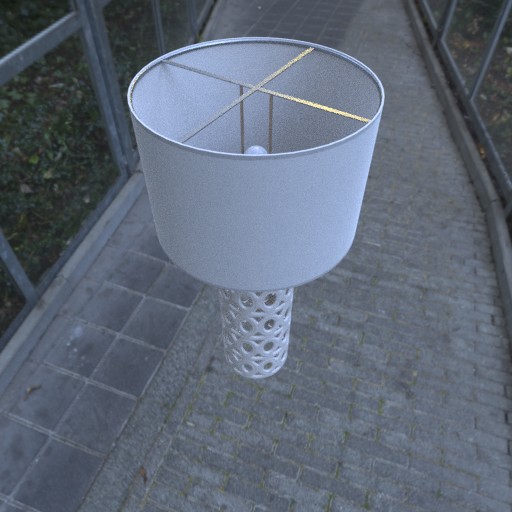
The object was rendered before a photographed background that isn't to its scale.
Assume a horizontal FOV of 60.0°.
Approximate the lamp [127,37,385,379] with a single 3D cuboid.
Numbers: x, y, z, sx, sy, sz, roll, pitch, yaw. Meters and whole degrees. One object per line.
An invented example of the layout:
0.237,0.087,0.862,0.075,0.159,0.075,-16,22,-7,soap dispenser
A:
0.000,0.000,0.800,0.325,0.636,0.324,25,51,22,lamp
